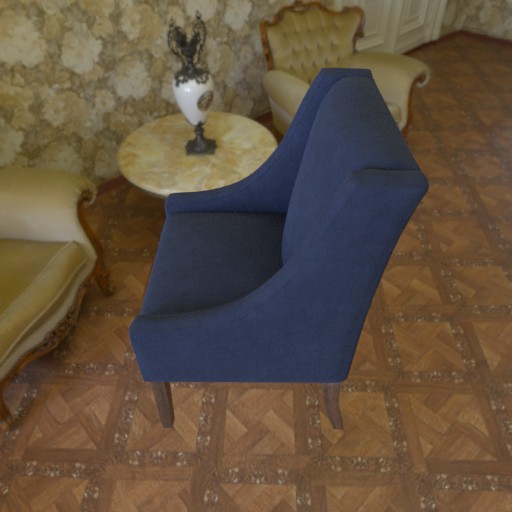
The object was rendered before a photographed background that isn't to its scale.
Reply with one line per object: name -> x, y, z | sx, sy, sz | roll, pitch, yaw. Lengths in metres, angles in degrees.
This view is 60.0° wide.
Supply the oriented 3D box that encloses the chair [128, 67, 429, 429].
chair -> 0.000, 0.000, 1.299 | 0.629, 0.895, 0.629 | 0, 42, 0
